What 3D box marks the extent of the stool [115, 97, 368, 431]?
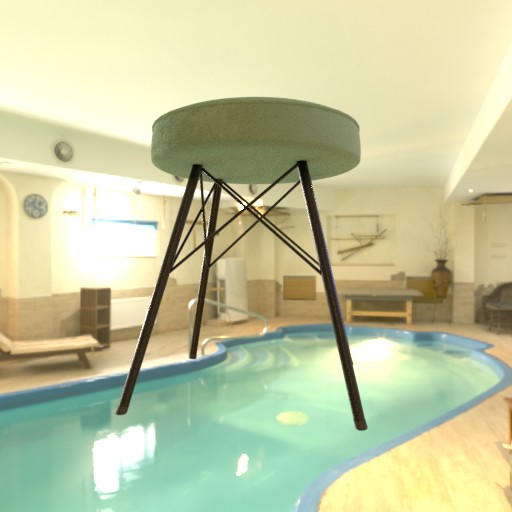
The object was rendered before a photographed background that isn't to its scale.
[{"bbox_3d":[0.000,0.000,0.888,0.457,0.519,0.458,0,0,18],"label":"stool"}]
